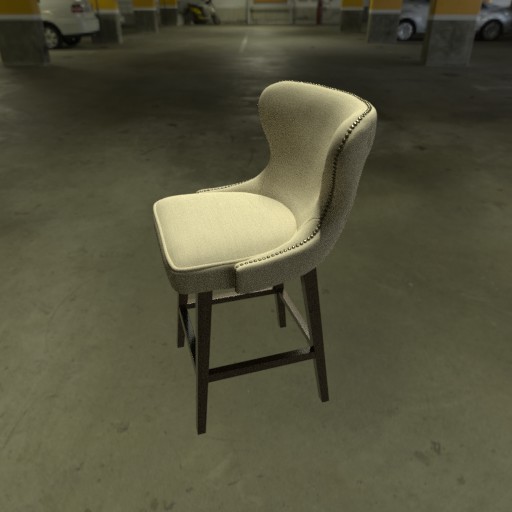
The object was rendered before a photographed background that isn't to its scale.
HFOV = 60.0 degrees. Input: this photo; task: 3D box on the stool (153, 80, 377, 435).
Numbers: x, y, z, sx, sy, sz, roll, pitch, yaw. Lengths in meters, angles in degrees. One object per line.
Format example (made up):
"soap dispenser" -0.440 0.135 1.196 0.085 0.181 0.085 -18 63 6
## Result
"stool" 0.000 0.000 1.418 0.597 0.972 0.615 -9 31 -15
